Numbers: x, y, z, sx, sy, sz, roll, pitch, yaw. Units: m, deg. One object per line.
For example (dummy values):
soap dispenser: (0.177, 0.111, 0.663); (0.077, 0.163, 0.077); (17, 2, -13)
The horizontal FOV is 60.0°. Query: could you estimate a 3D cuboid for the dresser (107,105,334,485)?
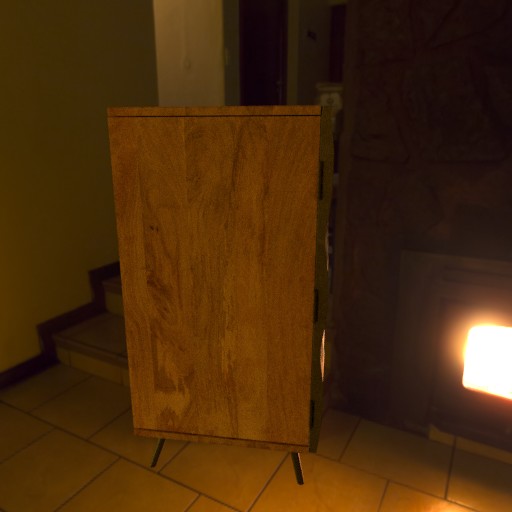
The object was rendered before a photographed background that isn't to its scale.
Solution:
dresser: (0.000, 0.000, 1.407); (0.446, 0.847, 0.967); (2, 16, 9)
